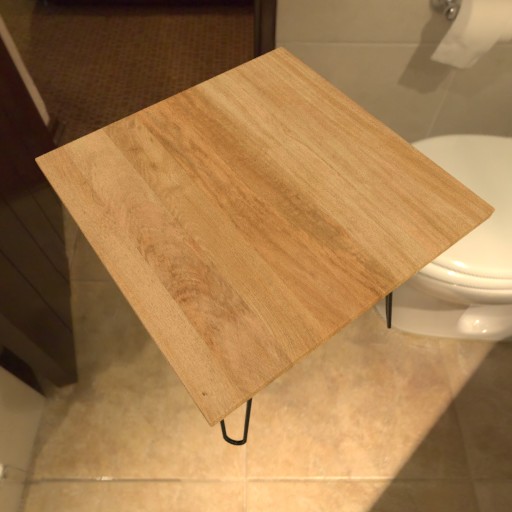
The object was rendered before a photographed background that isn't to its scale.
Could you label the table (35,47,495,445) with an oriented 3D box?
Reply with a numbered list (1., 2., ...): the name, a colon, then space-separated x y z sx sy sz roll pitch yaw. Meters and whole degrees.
1. table: 0.000 0.000 1.016 0.599 0.500 0.599 -32 63 -19
